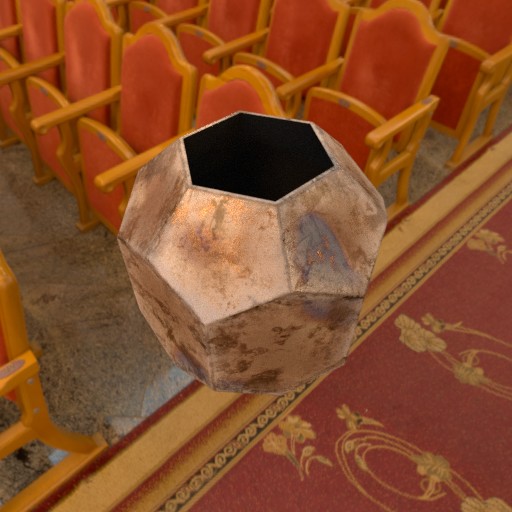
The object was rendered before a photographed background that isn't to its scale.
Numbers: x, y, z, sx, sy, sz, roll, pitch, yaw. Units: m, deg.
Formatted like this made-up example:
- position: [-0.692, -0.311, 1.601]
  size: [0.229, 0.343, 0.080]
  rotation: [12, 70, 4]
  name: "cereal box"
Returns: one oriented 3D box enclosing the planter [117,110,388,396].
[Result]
- position: [0.000, 0.000, 0.433]
  size: [0.221, 0.238, 0.243]
  rotation: [-34, 55, -28]
  name: "planter"
